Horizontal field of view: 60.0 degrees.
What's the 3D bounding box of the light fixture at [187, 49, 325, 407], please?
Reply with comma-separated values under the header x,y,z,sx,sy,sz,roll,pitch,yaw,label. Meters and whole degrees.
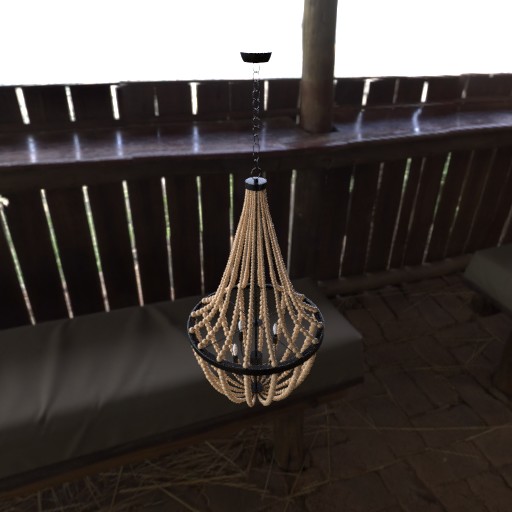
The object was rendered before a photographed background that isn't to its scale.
x,y,z,sx,sy,sz,roll,pitch,yaw,label
0.000,0.000,1.344,0.450,1.133,0.450,0,30,0,light fixture
